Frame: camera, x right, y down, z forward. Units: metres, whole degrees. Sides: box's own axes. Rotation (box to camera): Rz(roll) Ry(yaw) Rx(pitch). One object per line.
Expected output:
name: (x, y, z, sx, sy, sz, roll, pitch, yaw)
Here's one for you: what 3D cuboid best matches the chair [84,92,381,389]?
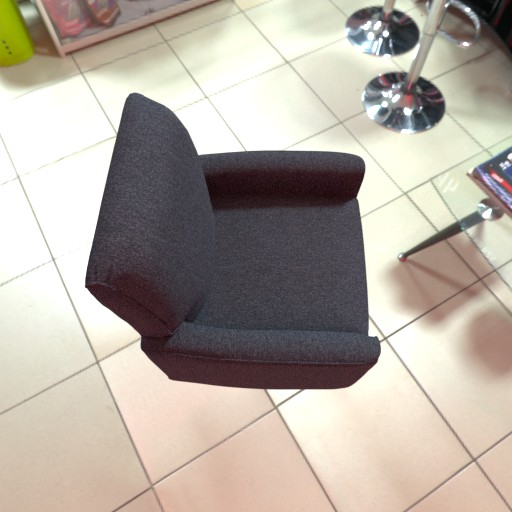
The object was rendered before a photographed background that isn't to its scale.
chair: (0.000, 0.000, 1.635, 0.850, 1.016, 0.839, 2, 64, 1)
